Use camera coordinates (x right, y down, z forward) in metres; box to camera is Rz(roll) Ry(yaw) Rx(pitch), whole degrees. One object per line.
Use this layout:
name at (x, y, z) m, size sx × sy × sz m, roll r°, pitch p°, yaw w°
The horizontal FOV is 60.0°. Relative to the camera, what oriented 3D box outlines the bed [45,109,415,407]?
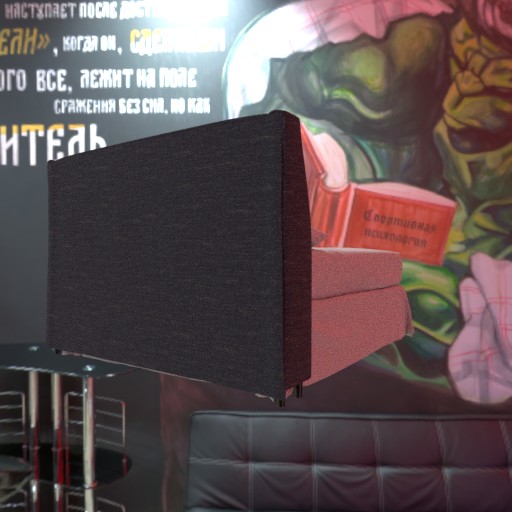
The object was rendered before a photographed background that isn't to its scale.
bed at (0.000, 0.000, 3.379) m, size 1.925 × 1.332 × 2.276 m, roll 0°, pitch 0°, yaw 35°
